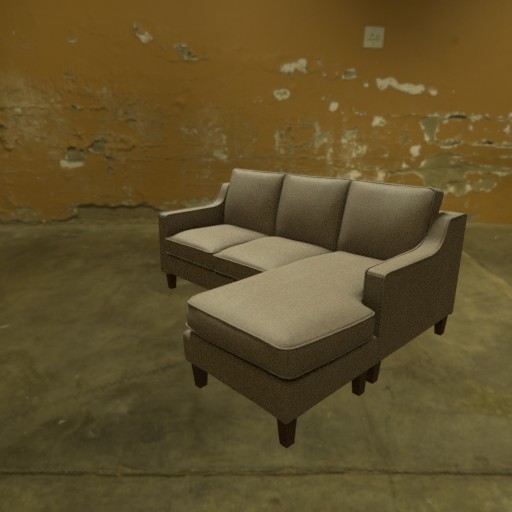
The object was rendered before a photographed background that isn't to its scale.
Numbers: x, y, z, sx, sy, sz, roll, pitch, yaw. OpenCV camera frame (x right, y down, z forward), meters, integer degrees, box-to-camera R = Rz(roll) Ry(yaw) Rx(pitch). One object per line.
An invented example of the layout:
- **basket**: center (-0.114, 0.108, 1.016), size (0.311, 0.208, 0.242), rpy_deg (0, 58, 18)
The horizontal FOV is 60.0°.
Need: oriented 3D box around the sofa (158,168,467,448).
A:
- **sofa**: center (0.000, 0.000, 3.283), size (1.858, 1.081, 2.317), rpy_deg (-16, 23, -41)
